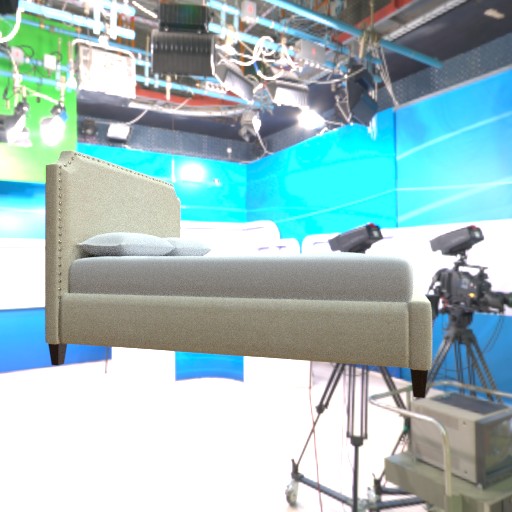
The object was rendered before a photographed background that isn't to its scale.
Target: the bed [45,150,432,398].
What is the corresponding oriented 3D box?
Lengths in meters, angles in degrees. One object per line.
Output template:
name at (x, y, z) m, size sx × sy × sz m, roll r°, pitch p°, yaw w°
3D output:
bed at (0.000, 0.000, 3.365) m, size 2.381 × 1.457 × 1.713 m, roll 0°, pitch -1°, yaw 18°
